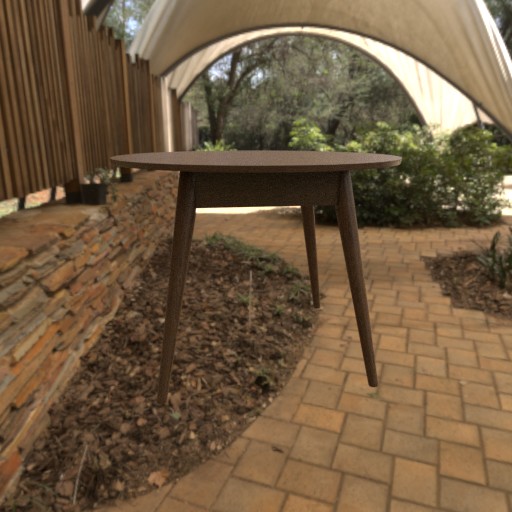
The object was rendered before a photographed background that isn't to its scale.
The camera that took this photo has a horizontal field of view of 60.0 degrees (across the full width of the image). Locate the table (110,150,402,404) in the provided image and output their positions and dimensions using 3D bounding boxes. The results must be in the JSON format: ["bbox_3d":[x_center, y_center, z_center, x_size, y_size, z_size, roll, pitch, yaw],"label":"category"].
[{"bbox_3d":[0.000,0.000,1.780,1.053,0.786,1.053,0,15,0],"label":"table"}]
